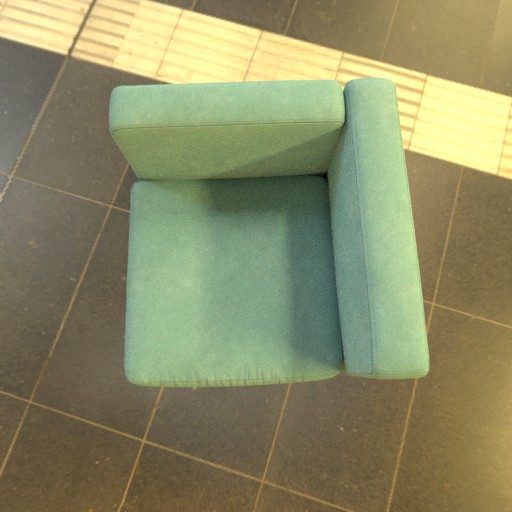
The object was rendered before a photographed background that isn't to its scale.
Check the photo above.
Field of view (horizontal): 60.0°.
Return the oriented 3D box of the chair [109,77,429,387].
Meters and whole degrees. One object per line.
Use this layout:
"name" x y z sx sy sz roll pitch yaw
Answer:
"chair" 0.000 0.000 1.221 0.680 0.660 0.680 -2 76 -1
